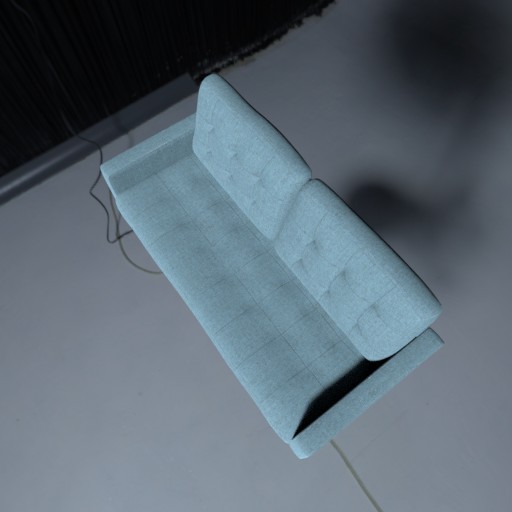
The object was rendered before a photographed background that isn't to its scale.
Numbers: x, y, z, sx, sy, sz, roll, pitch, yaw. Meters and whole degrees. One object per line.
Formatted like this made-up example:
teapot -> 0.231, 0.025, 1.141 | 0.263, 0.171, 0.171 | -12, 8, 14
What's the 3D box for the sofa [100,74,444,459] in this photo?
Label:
sofa -> 0.000, 0.000, 2.574 | 0.966, 1.050, 2.010 | -34, 69, -15
